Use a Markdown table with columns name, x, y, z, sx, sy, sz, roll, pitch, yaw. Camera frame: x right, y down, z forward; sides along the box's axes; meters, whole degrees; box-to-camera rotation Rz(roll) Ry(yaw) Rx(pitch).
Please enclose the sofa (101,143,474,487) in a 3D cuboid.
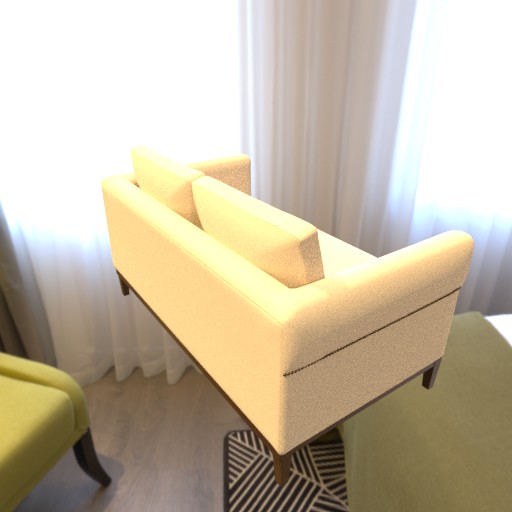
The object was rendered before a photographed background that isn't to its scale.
| name | x | y | z | sx | sy | sz | roll | pitch | yaw |
| --- | --- | --- | --- | --- | --- | --- | --- | --- | --- |
| sofa | 0.000 | 0.000 | 2.073 | 0.905 | 0.873 | 1.598 | -17 | 31 | -31 |
